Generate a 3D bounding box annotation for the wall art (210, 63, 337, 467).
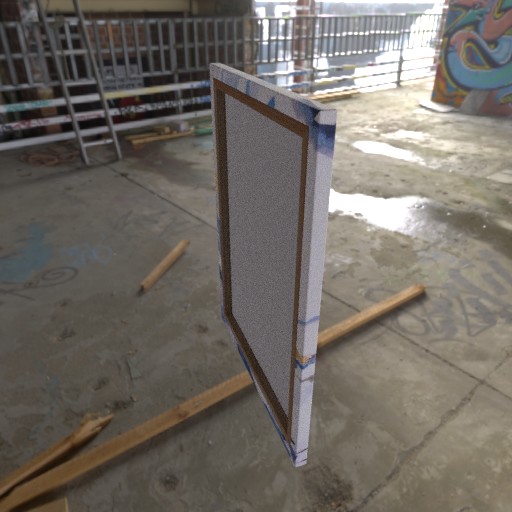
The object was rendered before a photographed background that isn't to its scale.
[{"bbox_3d":[0.000,0.000,1.360,0.038,1.015,0.761,-10,31,-17],"label":"wall art"}]
